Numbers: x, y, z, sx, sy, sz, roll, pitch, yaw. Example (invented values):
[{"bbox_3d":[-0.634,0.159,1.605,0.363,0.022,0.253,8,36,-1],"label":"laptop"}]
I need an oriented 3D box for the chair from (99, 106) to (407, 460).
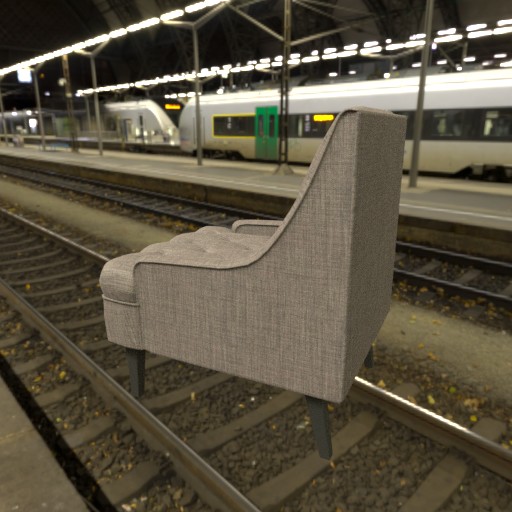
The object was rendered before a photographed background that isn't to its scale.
[{"bbox_3d":[0.000,0.000,1.426,0.771,0.891,0.655,8,18,25],"label":"chair"}]
